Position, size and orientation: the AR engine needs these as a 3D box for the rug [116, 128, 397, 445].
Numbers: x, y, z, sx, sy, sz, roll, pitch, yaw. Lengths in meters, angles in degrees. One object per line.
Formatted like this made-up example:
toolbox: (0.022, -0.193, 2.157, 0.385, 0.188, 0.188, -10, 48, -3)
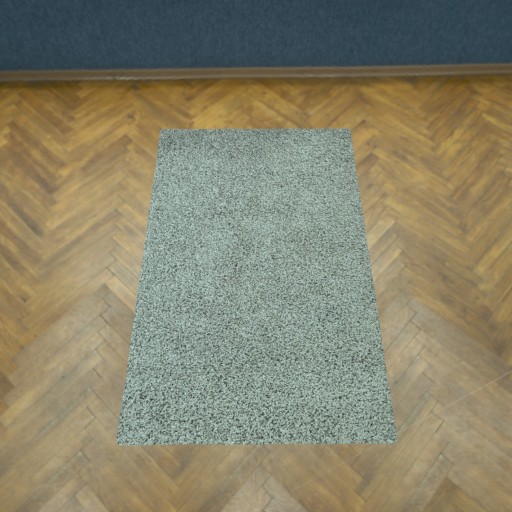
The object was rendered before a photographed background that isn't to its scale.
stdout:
rug: (0.000, 0.000, 3.475, 1.778, 0.030, 2.743, 0, 60, 0)
